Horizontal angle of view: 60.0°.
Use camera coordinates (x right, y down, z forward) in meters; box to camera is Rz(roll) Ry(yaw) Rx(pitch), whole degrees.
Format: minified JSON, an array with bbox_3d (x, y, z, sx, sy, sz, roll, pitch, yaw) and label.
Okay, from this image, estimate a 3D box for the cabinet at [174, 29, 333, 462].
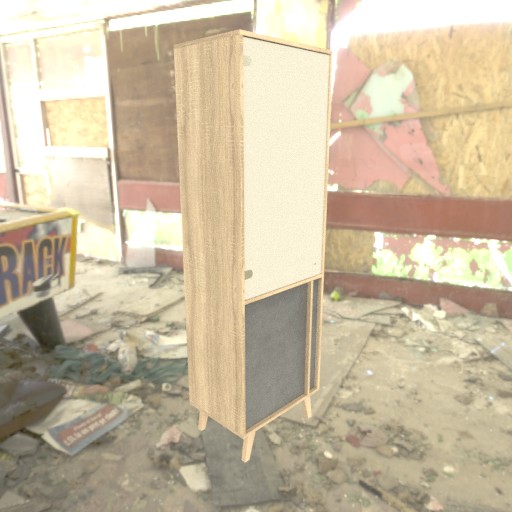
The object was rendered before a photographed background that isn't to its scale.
[{"bbox_3d":[0.000,0.000,2.144,0.400,1.850,0.570,14,21,43],"label":"cabinet"}]
